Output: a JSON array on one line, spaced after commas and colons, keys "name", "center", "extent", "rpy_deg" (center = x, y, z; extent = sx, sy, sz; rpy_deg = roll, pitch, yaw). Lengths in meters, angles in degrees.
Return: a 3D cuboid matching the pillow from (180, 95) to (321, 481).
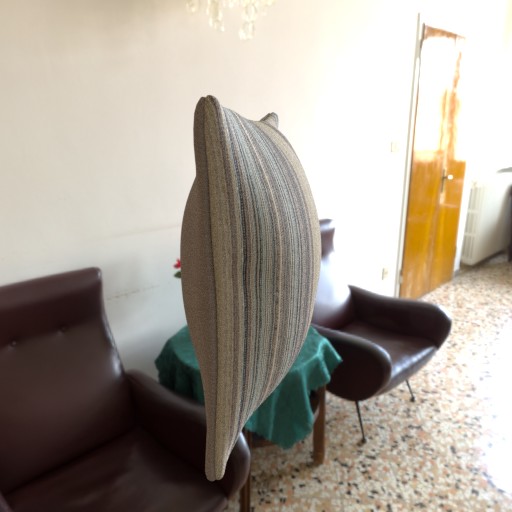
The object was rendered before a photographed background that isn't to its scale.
[{"name": "pillow", "center": [0.000, 0.000, 0.648], "extent": [0.189, 0.416, 0.435], "rpy_deg": [3, 16, 10]}]
